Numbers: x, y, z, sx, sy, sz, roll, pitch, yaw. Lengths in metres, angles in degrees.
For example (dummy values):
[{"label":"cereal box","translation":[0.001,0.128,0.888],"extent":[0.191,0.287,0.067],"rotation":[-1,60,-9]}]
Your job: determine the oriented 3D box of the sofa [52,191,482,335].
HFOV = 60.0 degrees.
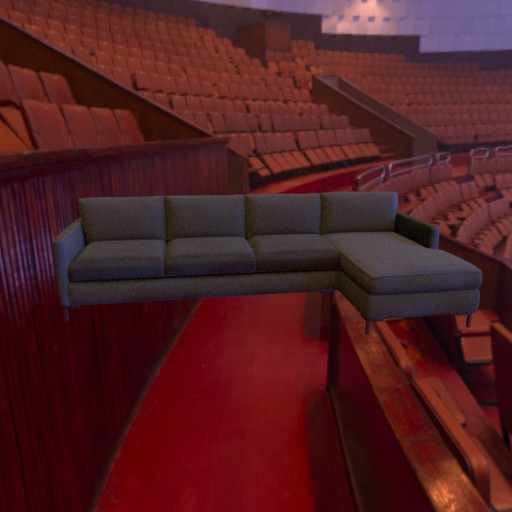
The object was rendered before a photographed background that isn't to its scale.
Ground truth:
[{"label":"sofa","translation":[0.000,0.000,3.171],"extent":[2.725,0.756,1.255],"rotation":[-2,16,-8]}]
